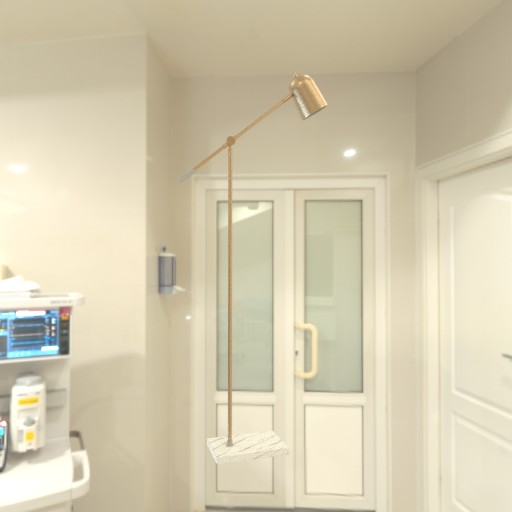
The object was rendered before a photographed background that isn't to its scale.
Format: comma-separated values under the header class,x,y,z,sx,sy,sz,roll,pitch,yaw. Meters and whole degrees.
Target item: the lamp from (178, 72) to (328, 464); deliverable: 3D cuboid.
class,x,y,z,sx,sy,sz,roll,pitch,yaw
lamp,0.000,0.000,1.852,0.653,1.594,0.194,0,-1,-18
